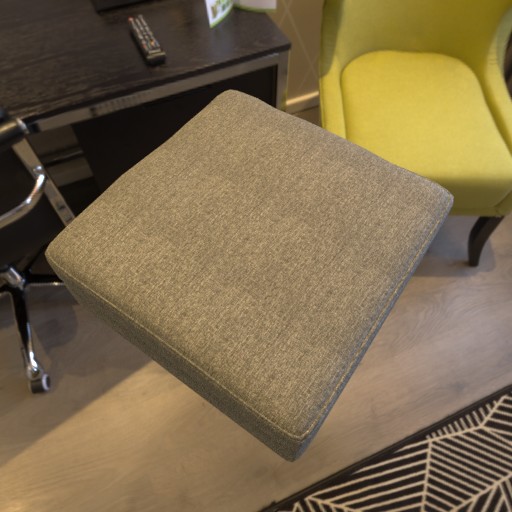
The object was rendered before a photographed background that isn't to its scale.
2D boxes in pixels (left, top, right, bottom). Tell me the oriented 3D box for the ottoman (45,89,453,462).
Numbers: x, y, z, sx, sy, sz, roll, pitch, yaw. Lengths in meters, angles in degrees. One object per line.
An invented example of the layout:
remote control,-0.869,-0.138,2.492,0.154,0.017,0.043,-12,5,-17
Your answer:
ottoman,0.000,0.000,1.358,0.838,0.481,0.838,31,63,18
